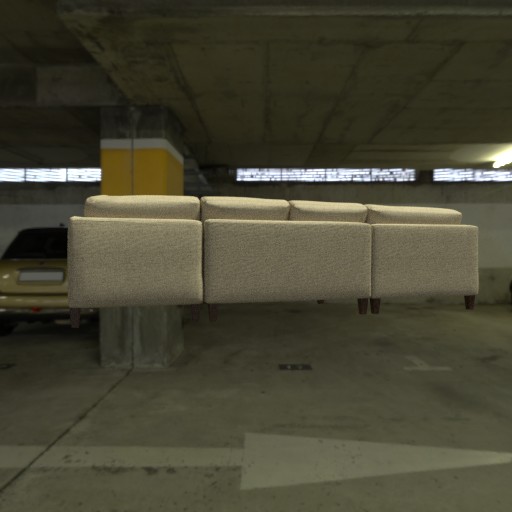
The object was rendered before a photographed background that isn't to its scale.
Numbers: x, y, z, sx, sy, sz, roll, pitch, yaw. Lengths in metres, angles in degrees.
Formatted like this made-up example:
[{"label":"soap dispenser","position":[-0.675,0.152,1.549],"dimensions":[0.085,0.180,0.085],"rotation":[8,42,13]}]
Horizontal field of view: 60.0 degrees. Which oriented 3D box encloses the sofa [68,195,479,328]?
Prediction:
[{"label":"sofa","position":[0.000,0.000,4.683],"dimensions":[3.460,0.959,2.593],"rotation":[0,0,-17]}]
